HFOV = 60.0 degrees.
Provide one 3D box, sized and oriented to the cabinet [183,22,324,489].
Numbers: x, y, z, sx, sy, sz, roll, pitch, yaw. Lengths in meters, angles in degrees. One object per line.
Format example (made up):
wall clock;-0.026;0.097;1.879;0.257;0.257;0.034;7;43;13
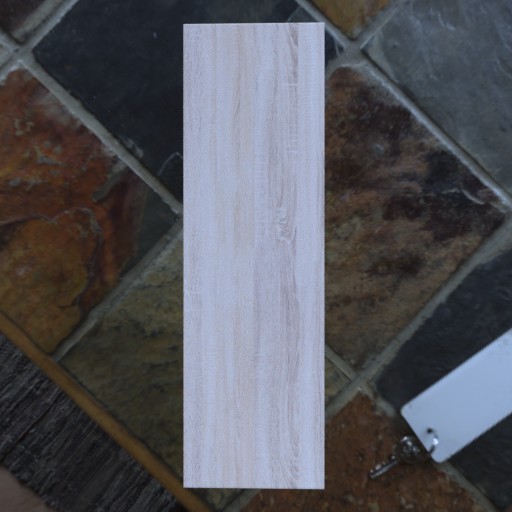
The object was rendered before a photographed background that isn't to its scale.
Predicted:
cabinet;0.000;0.000;1.961;0.500;0.780;1.650;0;90;1
